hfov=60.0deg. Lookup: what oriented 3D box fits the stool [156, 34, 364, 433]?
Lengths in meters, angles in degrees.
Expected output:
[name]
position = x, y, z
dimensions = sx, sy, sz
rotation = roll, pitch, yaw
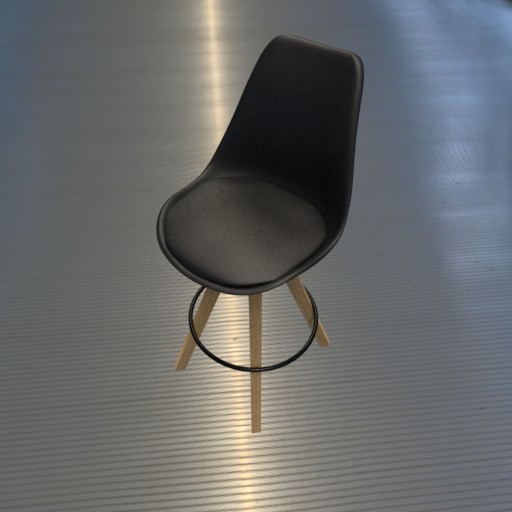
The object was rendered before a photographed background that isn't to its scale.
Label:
[stool]
position = 0.000, 0.000, 1.365
dimensions = 0.485, 1.115, 0.550
rotation = 30, 53, 26
